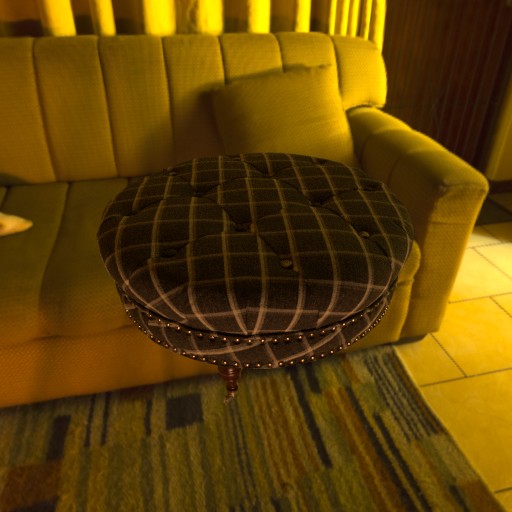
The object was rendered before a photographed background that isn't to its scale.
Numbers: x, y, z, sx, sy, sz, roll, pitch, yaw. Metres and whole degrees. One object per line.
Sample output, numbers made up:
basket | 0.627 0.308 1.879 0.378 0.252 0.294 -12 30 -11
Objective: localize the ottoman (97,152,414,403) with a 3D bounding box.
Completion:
ottoman | 0.000 0.000 1.389 0.901 0.439 0.901 0 33 0
